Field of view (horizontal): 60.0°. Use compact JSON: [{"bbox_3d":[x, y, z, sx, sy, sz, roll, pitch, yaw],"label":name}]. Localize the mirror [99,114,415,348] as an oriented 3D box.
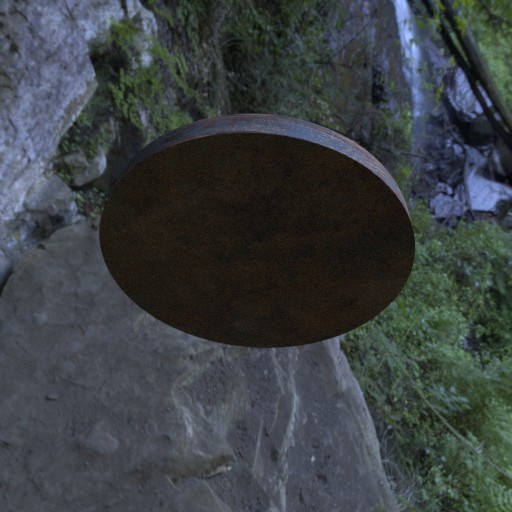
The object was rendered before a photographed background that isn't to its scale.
[{"bbox_3d":[0.000,0.000,0.867,0.585,0.585,0.061,2,48,2],"label":"mirror"}]
